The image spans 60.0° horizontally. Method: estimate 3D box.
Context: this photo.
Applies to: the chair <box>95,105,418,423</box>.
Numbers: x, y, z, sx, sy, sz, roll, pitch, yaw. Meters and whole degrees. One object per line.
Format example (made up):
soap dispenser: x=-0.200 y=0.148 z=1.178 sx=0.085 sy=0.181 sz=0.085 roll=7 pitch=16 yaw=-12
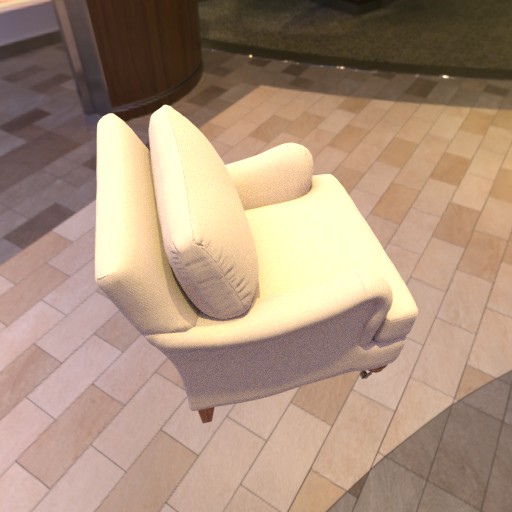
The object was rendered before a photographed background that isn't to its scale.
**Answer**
chair: x=0.000 y=0.000 z=1.843 sx=1.070 sy=1.038 sz=0.955 roll=-10 pitch=46 yaw=-10
